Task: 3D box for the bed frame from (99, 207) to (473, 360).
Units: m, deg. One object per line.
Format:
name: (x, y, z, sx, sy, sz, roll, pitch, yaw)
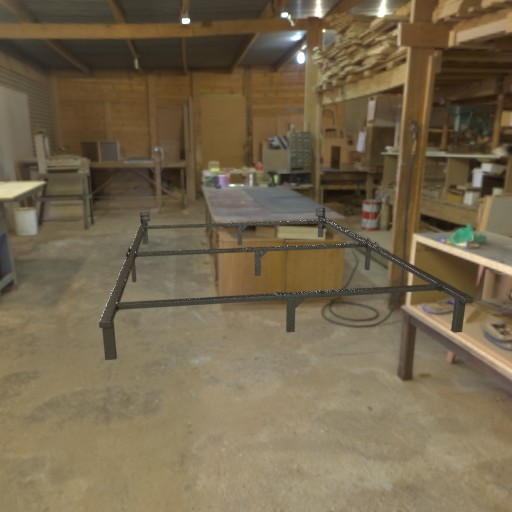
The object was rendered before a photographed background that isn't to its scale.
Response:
bed frame: (0.000, 0.000, 2.670, 1.498, 0.248, 1.990, -3, 15, -9)
